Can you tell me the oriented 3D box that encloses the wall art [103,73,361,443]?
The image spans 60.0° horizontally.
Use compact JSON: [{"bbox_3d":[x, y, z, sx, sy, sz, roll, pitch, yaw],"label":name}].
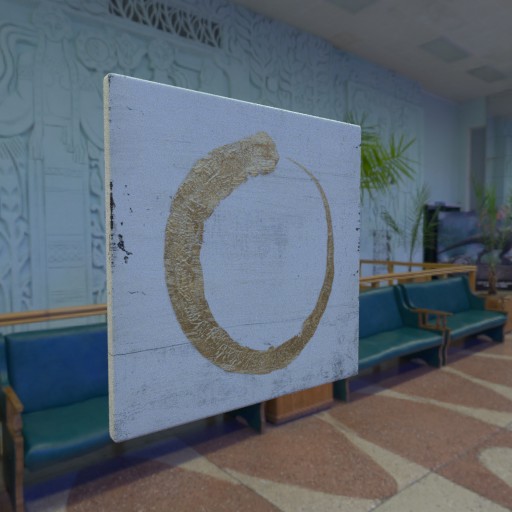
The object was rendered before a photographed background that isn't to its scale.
[{"bbox_3d":[0.000,0.000,1.147,0.762,0.762,0.038,-2,4,-36],"label":"wall art"}]
